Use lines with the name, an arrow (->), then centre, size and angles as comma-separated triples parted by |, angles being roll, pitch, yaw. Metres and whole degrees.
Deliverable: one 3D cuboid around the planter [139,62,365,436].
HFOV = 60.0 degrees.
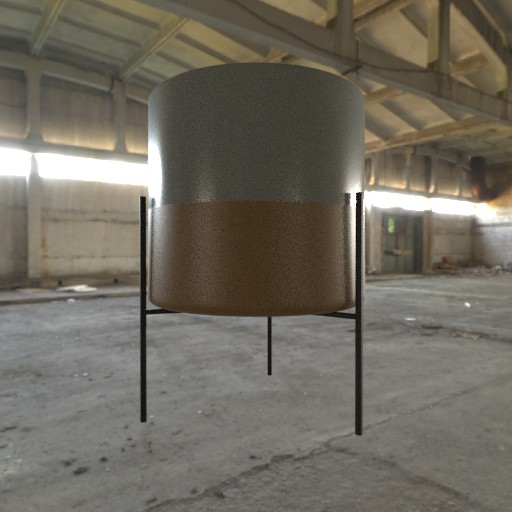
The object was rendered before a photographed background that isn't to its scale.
planter -> 0.000, 0.000, 0.632 | 0.310, 0.432, 0.310 | -1, 1, -36
